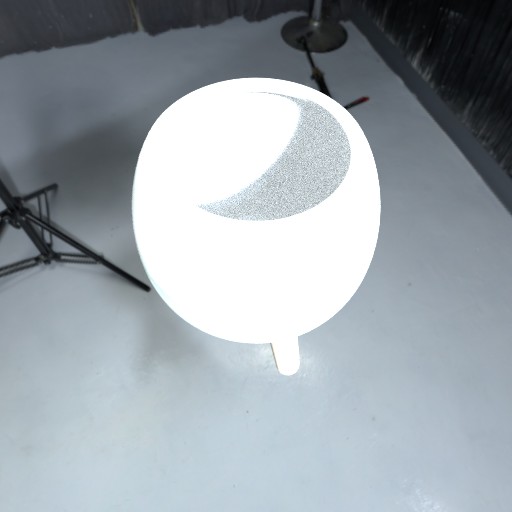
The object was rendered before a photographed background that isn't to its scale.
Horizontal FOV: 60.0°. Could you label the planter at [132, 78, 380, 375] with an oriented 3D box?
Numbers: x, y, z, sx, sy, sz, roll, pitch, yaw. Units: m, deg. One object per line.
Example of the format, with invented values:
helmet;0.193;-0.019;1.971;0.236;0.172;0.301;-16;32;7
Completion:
planter;0.000;0.000;0.339;0.161;0.224;0.161;0;57;0
